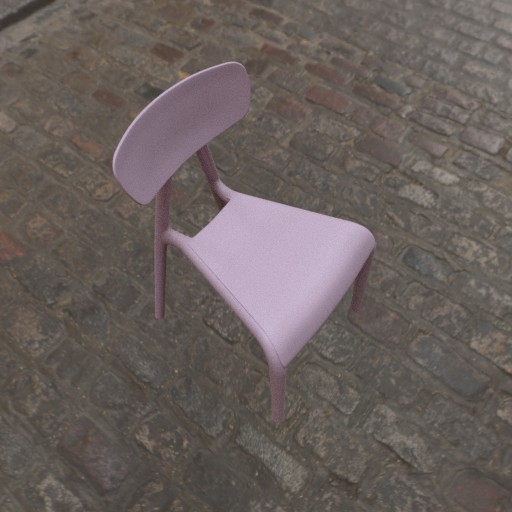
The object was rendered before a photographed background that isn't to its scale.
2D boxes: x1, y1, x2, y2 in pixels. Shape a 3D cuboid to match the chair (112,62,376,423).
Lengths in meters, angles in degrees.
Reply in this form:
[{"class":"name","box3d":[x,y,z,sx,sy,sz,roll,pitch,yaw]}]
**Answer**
[{"class":"chair","box3d":[0.000,0.000,0.859,0.401,0.580,0.356,33,65,18]}]
